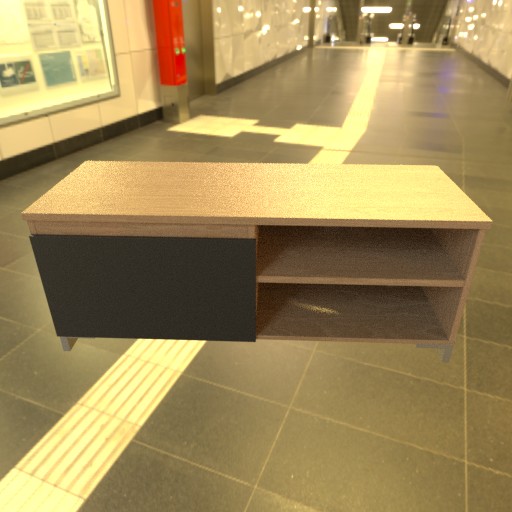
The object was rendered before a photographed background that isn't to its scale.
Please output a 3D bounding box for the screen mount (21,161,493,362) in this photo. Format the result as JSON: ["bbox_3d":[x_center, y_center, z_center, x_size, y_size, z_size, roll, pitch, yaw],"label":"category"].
[{"bbox_3d":[0.000,0.000,1.298,1.084,0.432,0.406,1,29,2],"label":"screen mount"}]
